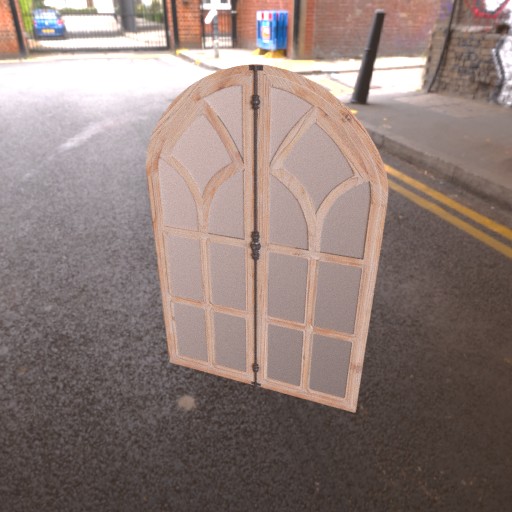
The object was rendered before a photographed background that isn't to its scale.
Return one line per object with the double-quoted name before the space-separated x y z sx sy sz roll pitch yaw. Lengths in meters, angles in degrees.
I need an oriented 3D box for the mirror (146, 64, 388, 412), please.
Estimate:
"mirror" 0.000 0.000 1.149 0.609 0.915 0.032 10 30 18
